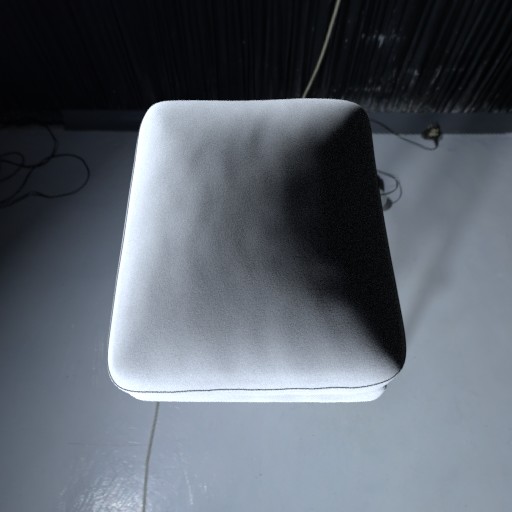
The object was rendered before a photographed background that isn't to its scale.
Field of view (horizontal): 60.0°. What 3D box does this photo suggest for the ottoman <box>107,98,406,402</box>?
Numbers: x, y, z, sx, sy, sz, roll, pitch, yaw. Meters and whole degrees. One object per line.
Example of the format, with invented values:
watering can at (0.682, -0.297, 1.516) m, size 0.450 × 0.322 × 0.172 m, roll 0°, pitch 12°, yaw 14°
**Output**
ottoman at (0.000, 0.000, 1.148) m, size 0.593 × 0.478 × 0.747 m, roll -1°, pitch 63°, yaw 0°
